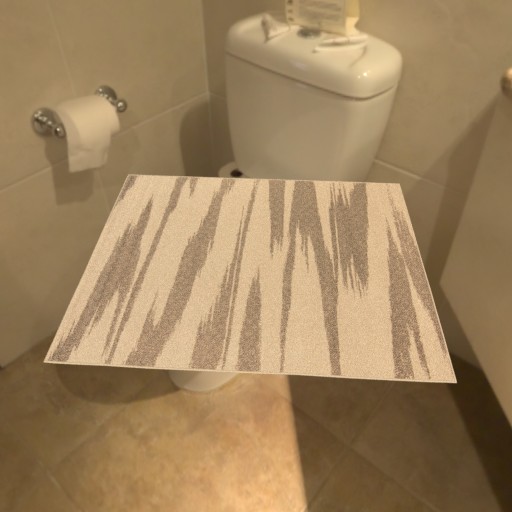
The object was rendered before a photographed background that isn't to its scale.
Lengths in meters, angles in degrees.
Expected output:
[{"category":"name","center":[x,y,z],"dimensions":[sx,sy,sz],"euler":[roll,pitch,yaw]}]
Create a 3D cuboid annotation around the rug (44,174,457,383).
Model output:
[{"category":"rug","center":[0.000,0.000,3.966],"dimensions":[2.945,0.014,2.353],"euler":[2,45,2]}]
